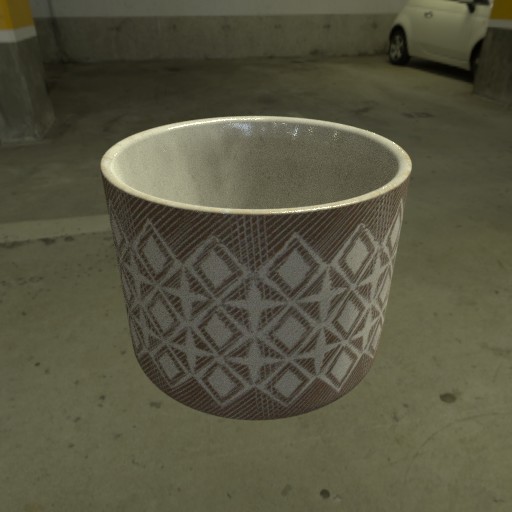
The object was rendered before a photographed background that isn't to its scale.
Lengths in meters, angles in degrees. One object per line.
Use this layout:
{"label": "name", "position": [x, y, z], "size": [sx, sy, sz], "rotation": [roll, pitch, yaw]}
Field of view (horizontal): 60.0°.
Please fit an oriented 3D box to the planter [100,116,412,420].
{"label": "planter", "position": [0.000, 0.000, 0.214], "size": [0.126, 0.104, 0.126], "rotation": [0, 30, 0]}
